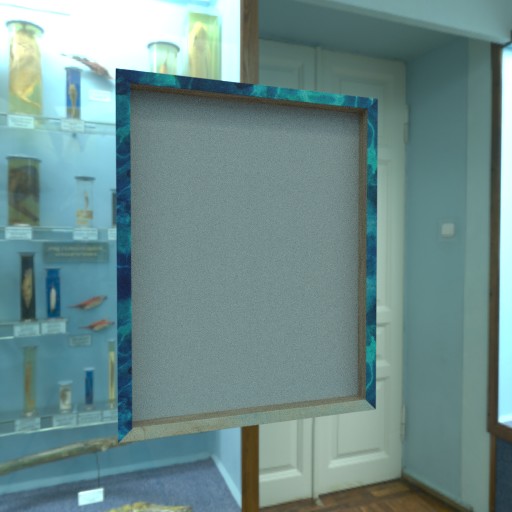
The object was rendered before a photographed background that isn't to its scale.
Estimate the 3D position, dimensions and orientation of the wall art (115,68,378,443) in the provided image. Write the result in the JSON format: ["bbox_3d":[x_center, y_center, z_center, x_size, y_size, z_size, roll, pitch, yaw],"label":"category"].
[{"bbox_3d":[0.000,0.000,0.846,0.508,0.635,0.038,0,1,-18],"label":"wall art"}]
